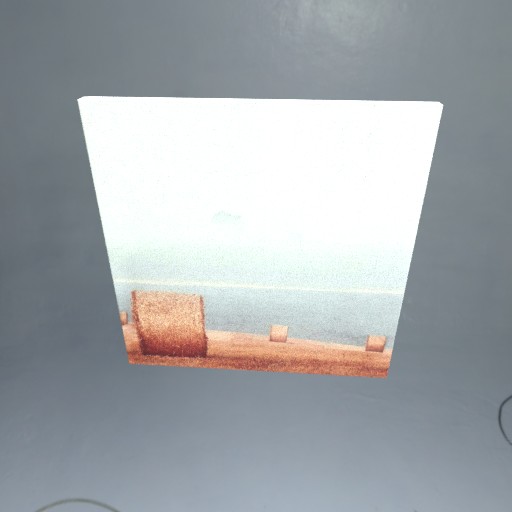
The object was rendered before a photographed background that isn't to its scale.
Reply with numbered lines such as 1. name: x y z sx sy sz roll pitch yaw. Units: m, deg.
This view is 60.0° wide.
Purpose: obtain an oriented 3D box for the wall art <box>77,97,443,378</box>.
1. wall art: 0.000 0.000 1.127 0.760 0.760 0.042 2 31 4
